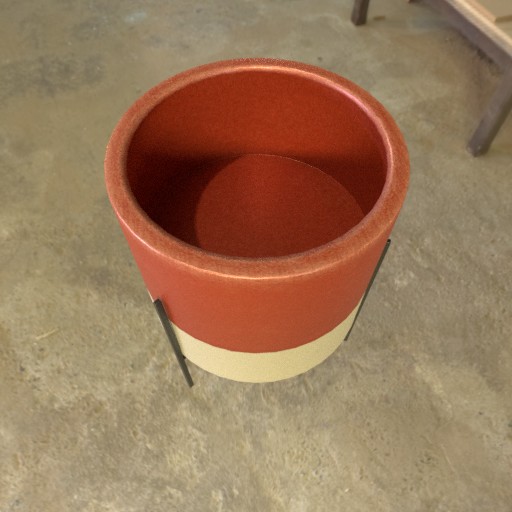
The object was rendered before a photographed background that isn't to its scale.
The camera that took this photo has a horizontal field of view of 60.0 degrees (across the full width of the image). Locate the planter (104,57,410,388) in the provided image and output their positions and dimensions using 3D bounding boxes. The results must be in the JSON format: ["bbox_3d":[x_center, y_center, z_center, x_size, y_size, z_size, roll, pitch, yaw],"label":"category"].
[{"bbox_3d":[0.000,0.000,0.696,0.345,0.465,0.354,-14,58,-9],"label":"planter"}]
